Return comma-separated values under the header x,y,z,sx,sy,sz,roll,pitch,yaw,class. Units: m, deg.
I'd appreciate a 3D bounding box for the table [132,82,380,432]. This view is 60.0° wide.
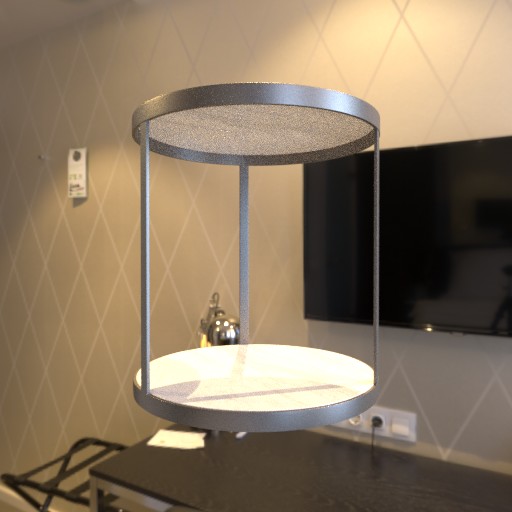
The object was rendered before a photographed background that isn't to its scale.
x,y,z,sx,sy,sz,roll,pitch,yaw,class
0.000,0.000,0.828,0.445,0.479,0.445,0,1,0,table
